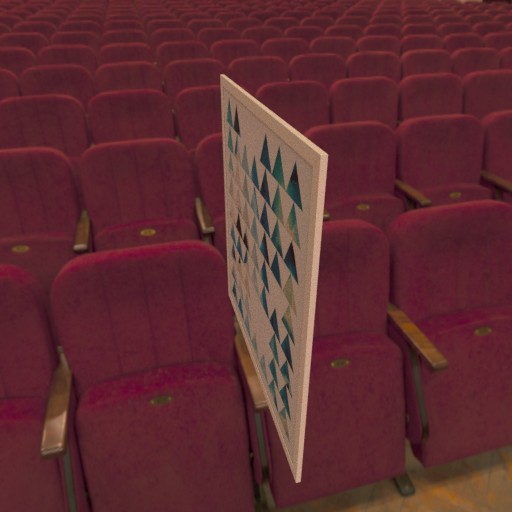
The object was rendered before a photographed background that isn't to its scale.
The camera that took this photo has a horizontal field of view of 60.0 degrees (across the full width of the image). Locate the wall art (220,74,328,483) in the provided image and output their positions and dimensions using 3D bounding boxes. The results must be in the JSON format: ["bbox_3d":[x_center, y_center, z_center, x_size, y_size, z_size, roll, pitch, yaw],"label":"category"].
[{"bbox_3d":[0.000,0.000,1.204,0.012,0.809,0.809,-8,31,-13],"label":"wall art"}]
